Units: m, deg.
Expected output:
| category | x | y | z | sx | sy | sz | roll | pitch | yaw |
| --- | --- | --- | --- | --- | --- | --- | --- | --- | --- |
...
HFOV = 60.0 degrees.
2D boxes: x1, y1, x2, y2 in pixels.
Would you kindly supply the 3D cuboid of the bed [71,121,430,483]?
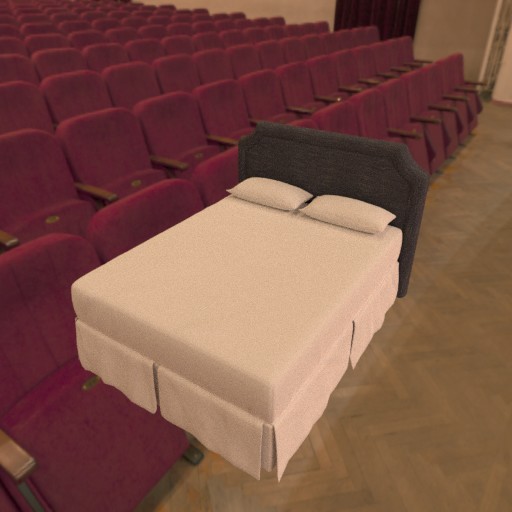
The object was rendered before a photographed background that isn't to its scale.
| category | x | y | z | sx | sy | sz | roll | pitch | yaw |
| --- | --- | --- | --- | --- | --- | --- | --- | --- | --- |
| bed | 0.000 | 0.000 | 3.108 | 1.693 | 1.290 | 2.116 | 19 | 35 | 28 |
